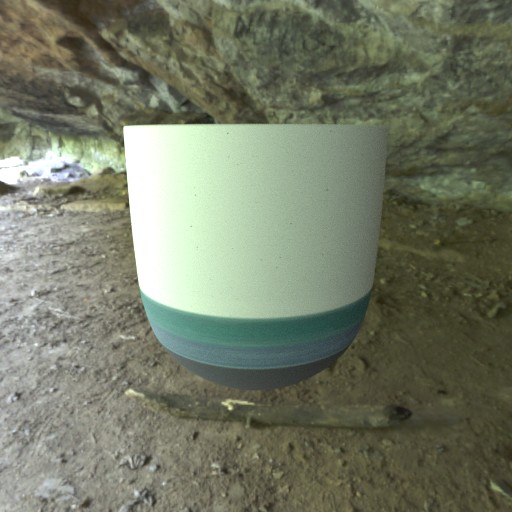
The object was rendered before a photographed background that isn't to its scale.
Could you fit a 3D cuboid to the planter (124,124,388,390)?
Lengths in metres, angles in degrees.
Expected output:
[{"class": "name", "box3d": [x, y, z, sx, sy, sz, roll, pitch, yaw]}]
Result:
[{"class": "planter", "box3d": [0.000, 0.000, 0.382, 0.204, 0.214, 0.204, 0, 15, 0]}]
